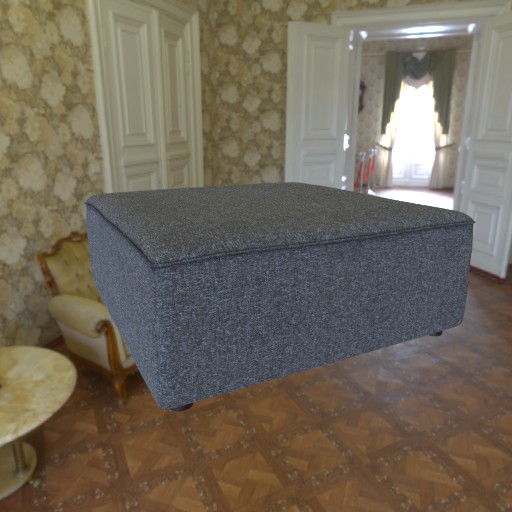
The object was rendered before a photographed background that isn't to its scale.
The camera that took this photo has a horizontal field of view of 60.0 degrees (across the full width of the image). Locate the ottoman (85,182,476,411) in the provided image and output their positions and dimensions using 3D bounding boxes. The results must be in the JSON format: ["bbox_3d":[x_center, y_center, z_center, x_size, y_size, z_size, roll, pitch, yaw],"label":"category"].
[{"bbox_3d":[0.000,0.000,1.585,1.021,0.423,1.017,-8,18,-26],"label":"ottoman"}]
